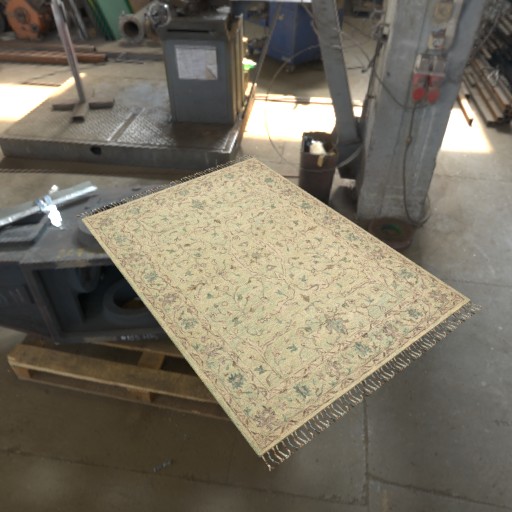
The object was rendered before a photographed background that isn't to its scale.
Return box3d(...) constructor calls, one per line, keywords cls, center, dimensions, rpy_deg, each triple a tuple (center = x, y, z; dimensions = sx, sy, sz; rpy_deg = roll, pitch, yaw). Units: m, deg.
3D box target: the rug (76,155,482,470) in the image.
box3d(cls="rug", center=(0.000, 0.000, 2.280), dimensions=(1.247, 0.008, 1.802), rpy_deg=(-26, 47, -27))
